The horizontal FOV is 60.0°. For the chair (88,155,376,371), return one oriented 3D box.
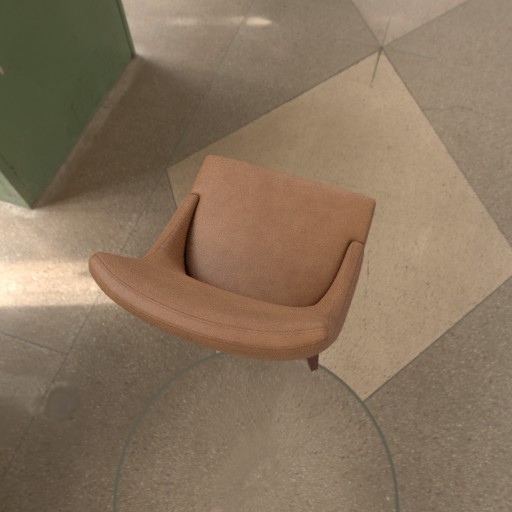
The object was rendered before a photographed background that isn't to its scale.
[{"bbox_3d":[0.000,0.000,1.473,0.701,0.909,0.861,17,64,9],"label":"chair"}]
